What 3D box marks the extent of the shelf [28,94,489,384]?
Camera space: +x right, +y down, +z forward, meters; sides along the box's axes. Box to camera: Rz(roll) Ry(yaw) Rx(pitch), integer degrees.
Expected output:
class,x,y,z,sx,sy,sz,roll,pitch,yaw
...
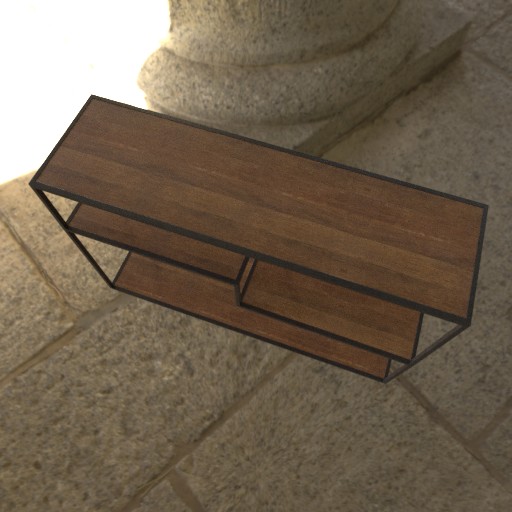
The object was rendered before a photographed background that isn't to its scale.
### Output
class,x,y,z,sx,sy,sz,roll,pitch,yaw
shelf,0.000,0.000,1.544,1.201,0.765,0.361,18,65,8
